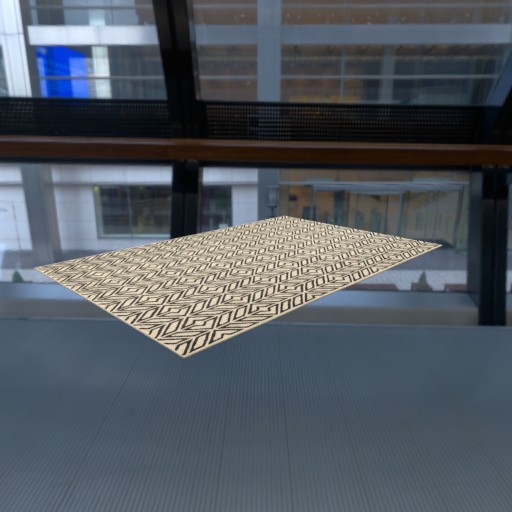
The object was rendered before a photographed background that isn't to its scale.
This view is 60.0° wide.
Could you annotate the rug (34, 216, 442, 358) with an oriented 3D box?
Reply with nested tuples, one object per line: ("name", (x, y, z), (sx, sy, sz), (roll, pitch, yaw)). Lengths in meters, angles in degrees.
("rug", (0.000, 0.000, 2.356), (1.220, 0.007, 1.828), (16, 23, 43))
